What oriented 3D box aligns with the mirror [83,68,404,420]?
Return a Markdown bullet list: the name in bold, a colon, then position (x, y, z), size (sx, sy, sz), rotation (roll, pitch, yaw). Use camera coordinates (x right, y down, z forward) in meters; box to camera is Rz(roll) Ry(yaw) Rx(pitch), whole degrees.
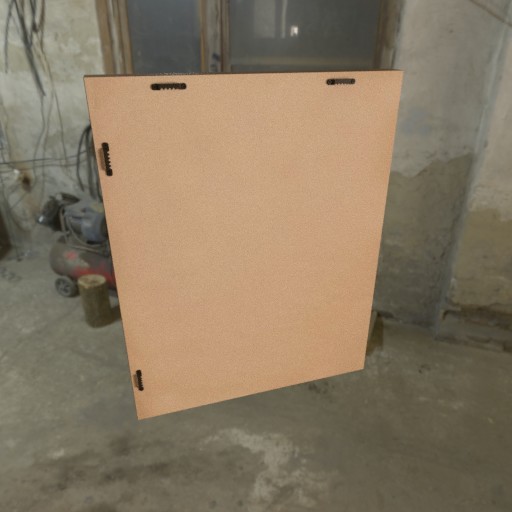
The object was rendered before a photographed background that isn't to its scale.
- **mirror**: position (0.000, 0.000, 0.663), size (0.406, 0.509, 0.041), rotation (-8, 27, -16)
